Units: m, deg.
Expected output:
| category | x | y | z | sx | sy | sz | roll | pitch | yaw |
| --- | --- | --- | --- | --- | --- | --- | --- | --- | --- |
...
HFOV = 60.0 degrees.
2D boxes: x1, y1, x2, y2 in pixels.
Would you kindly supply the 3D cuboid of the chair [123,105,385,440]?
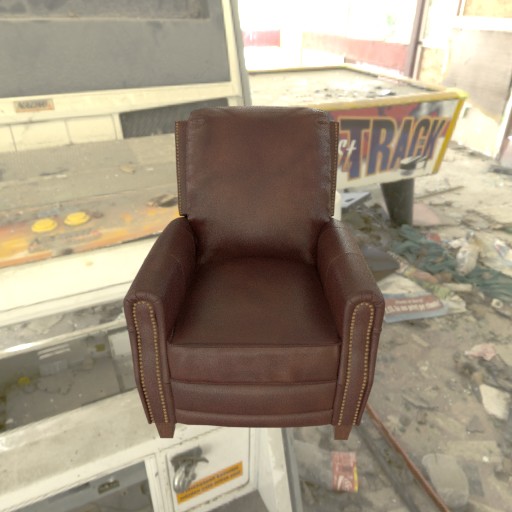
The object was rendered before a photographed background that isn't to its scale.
| category | x | y | z | sx | sy | sz | roll | pitch | yaw |
| --- | --- | --- | --- | --- | --- | --- | --- | --- | --- |
| chair | 0.000 | 0.000 | 1.814 | 0.826 | 1.022 | 1.089 | 1 | 30 | 1 |
